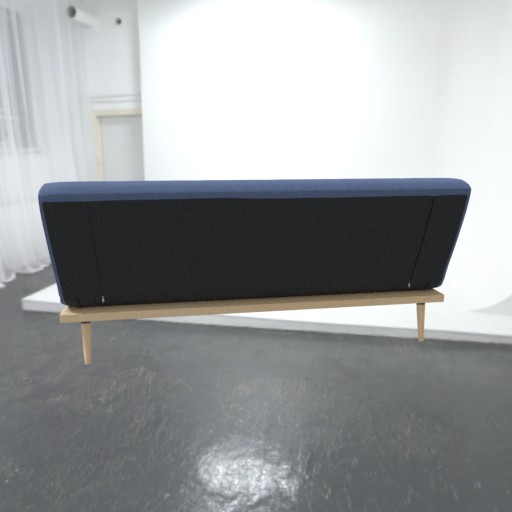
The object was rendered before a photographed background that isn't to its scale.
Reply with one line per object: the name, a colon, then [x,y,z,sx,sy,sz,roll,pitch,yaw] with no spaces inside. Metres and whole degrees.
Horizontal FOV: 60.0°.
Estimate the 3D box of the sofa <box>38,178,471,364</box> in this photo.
sofa: [0.000,0.000,2.229,1.800,0.800,0.796,-2,14,-9]
